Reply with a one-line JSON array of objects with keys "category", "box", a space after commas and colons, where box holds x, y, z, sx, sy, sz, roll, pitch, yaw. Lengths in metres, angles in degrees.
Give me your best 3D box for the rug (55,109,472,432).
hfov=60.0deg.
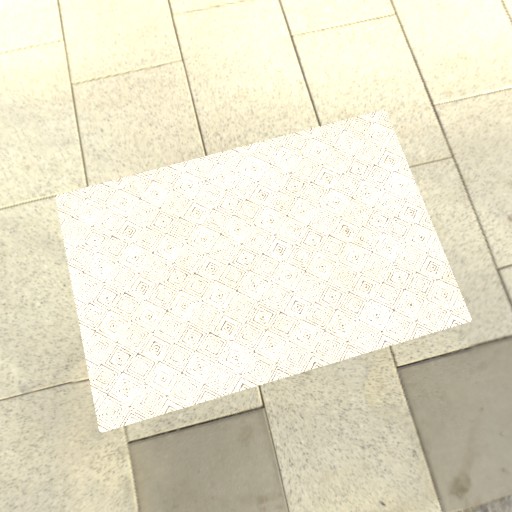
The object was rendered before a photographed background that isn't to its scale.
[{"category": "rug", "box": [0.000, 0.000, 2.173, 1.783, 0.008, 1.175, -16, 76, -4]}]
